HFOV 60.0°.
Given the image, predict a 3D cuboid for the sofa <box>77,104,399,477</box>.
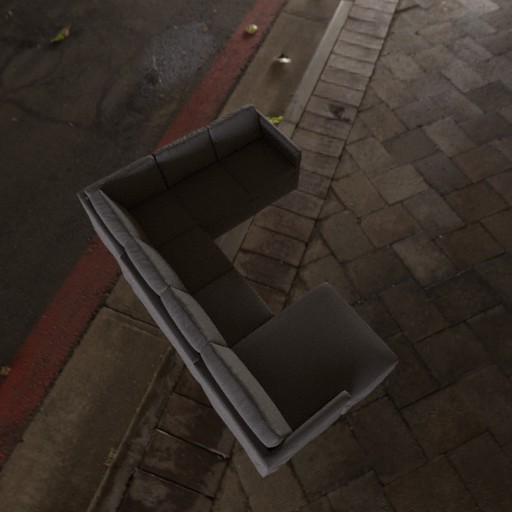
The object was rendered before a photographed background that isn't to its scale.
[{"bbox_3d":[0.000,0.000,4.778,2.476,0.878,3.528,-33,64,-18],"label":"sofa"}]
